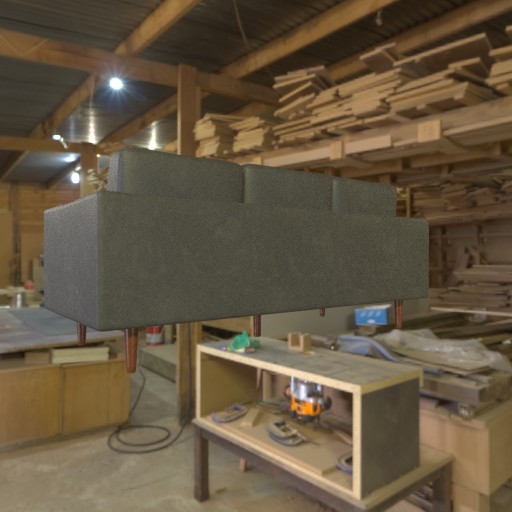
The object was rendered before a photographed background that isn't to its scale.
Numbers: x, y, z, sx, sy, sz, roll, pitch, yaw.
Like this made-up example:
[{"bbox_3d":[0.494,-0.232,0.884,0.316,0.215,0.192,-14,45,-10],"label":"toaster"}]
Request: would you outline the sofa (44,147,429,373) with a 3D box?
[{"bbox_3d":[0.000,0.000,2.480,2.029,0.899,0.879,0,0,-37],"label":"sofa"}]
